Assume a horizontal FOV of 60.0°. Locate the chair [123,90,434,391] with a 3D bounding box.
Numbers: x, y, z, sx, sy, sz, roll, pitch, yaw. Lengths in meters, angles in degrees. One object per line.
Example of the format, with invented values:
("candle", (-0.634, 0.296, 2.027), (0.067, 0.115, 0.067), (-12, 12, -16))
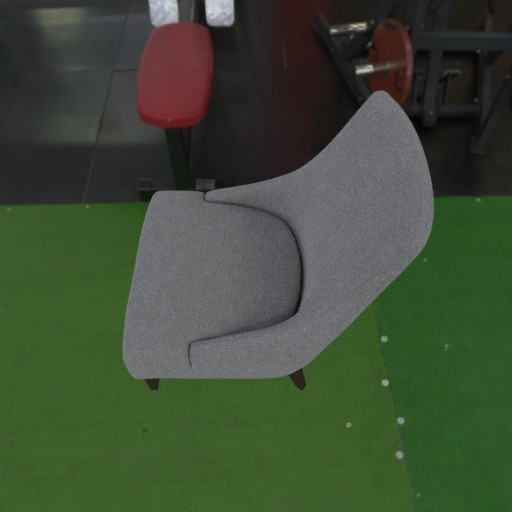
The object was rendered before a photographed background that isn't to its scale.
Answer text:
("chair", (0.000, 0.000, 1.475), (0.861, 0.909, 0.701), (1, 56, 0))
